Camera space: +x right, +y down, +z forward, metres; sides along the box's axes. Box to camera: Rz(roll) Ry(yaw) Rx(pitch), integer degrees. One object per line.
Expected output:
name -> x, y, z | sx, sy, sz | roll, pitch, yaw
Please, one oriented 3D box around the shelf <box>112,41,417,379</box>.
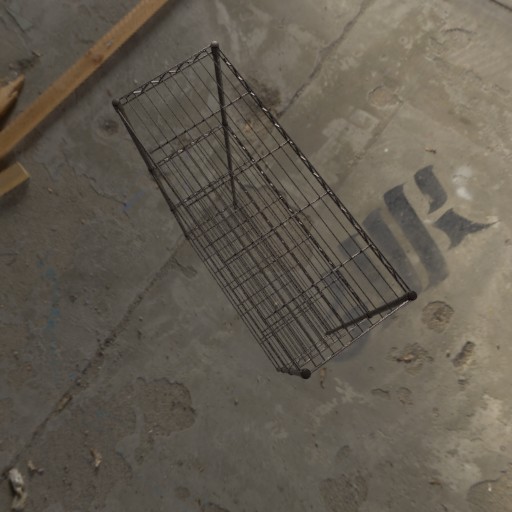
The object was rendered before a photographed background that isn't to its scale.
shelf -> 0.000, 0.000, 1.818 | 0.352, 1.361, 0.907 | -34, 79, -8
